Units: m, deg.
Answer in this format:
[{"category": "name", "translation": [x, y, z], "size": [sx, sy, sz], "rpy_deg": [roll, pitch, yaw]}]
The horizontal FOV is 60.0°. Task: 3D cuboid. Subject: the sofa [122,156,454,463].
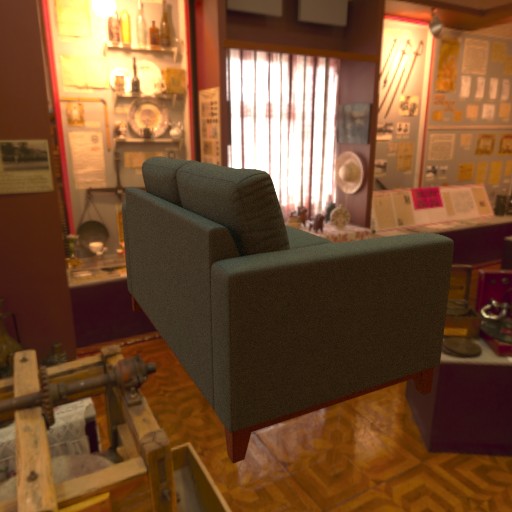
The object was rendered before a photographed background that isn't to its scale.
[{"category": "sofa", "translation": [0.000, 0.000, 2.108], "size": [0.955, 0.903, 1.489], "rpy_deg": [-8, 17, -26]}]
